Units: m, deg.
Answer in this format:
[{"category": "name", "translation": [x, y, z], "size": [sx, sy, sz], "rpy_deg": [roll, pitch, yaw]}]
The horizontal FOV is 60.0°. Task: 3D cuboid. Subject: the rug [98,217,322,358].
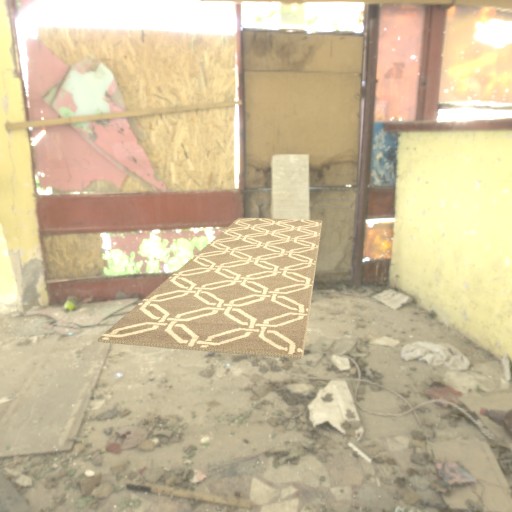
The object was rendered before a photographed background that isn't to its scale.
[{"category": "rug", "translation": [0.000, 0.000, 2.487], "size": [0.678, 0.014, 2.276], "rpy_deg": [3, 15, 9]}]
